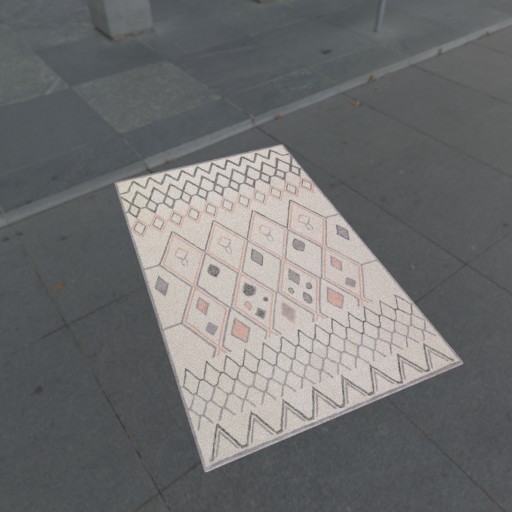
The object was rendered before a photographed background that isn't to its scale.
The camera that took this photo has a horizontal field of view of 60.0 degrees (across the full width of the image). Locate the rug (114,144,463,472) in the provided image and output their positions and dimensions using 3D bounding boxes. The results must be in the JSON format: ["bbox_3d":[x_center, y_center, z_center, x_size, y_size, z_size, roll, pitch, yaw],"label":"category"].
[{"bbox_3d":[0.000,0.000,3.072,1.524,0.015,2.438,-17,48,-15],"label":"rug"}]
